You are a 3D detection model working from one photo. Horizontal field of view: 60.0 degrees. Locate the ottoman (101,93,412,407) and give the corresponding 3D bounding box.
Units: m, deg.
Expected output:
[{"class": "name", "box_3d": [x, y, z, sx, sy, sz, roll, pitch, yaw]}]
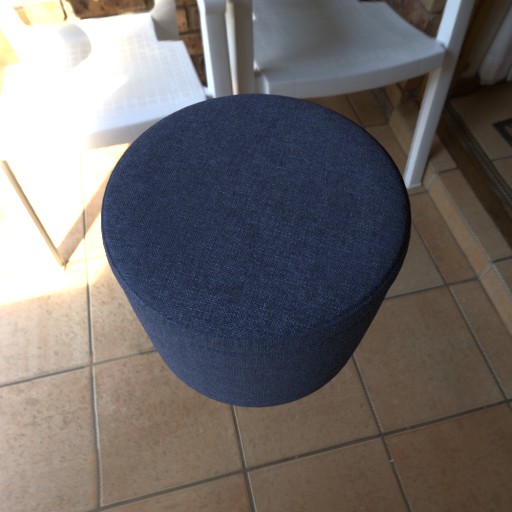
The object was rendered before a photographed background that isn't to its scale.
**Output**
[{"class": "ottoman", "box_3d": [0.000, 0.000, 0.902, 0.520, 0.430, 0.520, 0, 59, 0]}]
